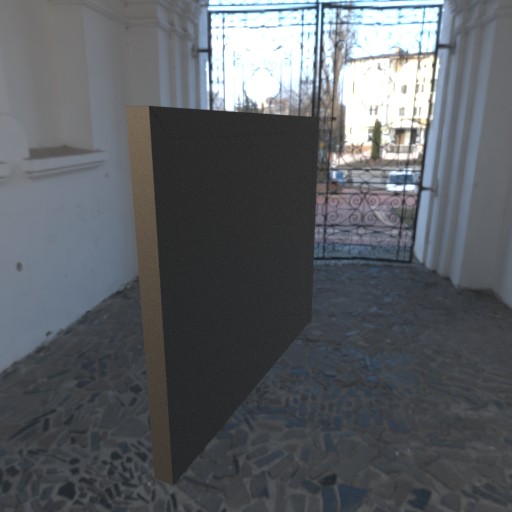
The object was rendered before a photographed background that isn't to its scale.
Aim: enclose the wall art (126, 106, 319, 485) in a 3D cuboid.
[{"bbox_3d":[0.000,0.000,0.747,0.029,0.457,0.558,7,18,24],"label":"wall art"}]
